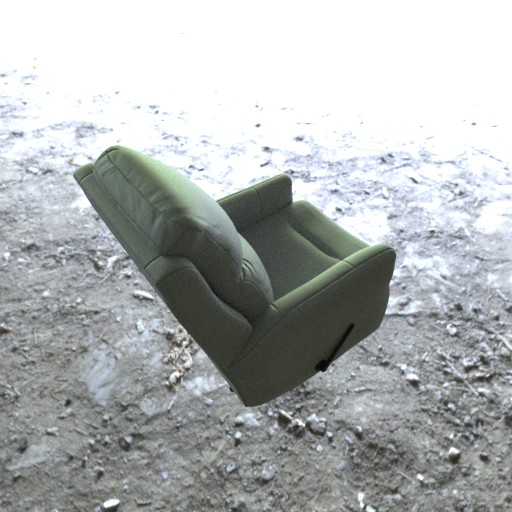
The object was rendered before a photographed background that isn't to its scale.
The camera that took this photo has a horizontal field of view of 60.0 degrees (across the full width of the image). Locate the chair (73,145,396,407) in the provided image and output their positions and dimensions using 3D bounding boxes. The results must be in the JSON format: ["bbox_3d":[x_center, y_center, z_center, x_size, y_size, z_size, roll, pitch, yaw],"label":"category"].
[{"bbox_3d":[0.000,0.000,1.831,1.080,1.030,0.829,-25,47,-26],"label":"chair"}]
